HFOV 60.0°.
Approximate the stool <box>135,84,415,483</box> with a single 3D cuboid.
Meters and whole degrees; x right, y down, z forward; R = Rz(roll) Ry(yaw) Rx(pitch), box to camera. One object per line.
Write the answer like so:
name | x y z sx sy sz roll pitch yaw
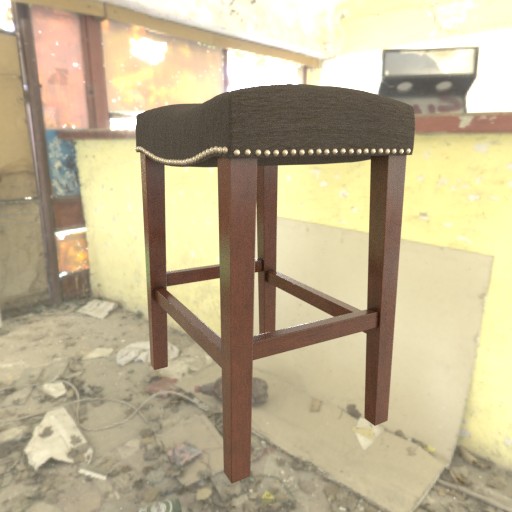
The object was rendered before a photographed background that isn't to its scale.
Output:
stool | 0.000 0.000 0.963 0.372 0.654 0.504 -8 16 -28
